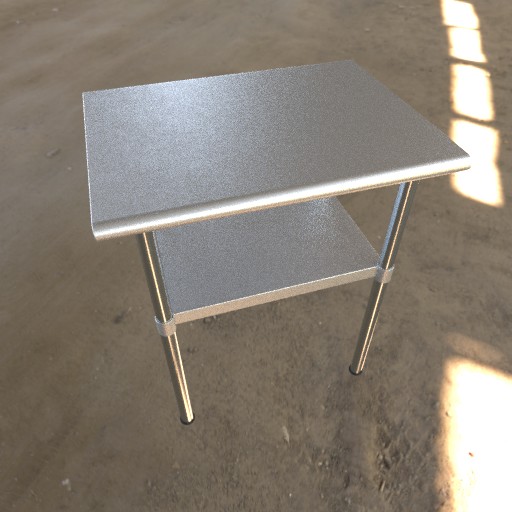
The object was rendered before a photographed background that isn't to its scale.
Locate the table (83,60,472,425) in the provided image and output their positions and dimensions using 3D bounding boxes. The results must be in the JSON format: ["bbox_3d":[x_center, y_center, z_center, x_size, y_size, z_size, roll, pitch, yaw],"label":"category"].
[{"bbox_3d":[0.000,0.000,1.334,0.762,0.876,0.584,-12,45,-12],"label":"table"}]
